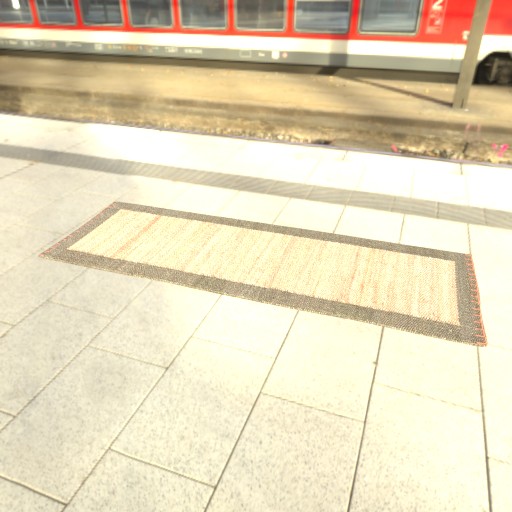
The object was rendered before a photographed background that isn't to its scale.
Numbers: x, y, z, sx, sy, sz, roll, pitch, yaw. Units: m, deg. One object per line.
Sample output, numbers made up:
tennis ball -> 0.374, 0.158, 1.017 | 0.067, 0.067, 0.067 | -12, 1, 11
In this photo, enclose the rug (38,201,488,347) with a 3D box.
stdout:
rug -> 0.000, 0.000, 2.590 | 2.413, 0.016, 0.810 | 10, 33, 15
